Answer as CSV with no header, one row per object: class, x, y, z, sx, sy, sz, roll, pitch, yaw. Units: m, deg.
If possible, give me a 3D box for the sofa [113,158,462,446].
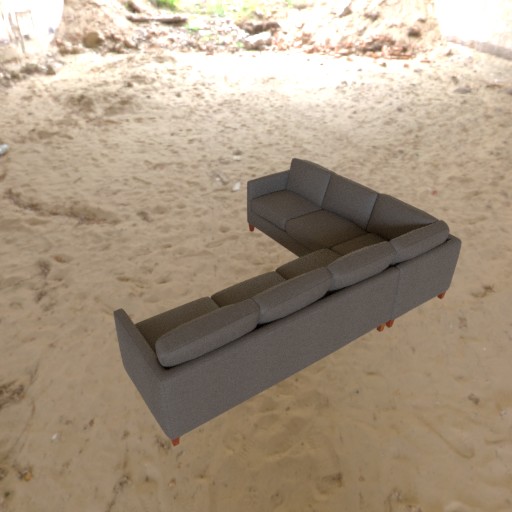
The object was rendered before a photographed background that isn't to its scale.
sofa,0.000,0.000,4.647,3.302,0.947,2.593,-20,37,-29
